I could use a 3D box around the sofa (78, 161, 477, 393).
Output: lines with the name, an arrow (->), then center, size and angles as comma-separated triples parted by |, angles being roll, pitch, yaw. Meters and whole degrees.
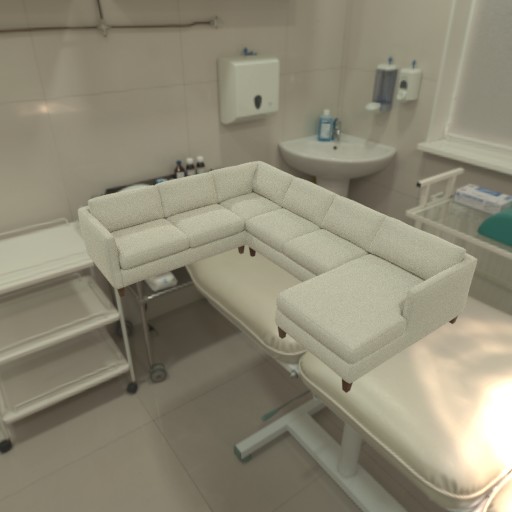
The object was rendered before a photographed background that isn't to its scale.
sofa -> 0.000, 0.000, 4.497 | 2.551, 0.853, 3.238 | -20, 36, -31
